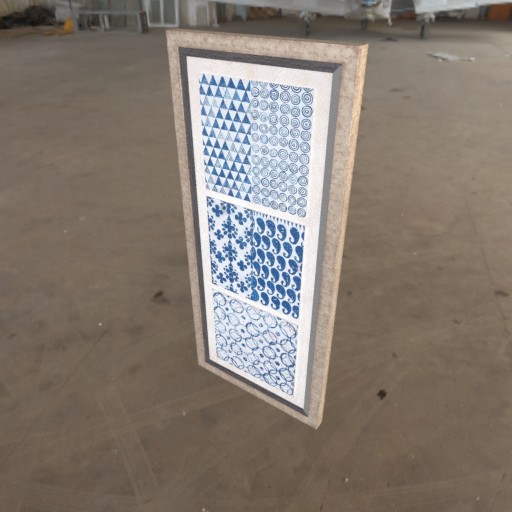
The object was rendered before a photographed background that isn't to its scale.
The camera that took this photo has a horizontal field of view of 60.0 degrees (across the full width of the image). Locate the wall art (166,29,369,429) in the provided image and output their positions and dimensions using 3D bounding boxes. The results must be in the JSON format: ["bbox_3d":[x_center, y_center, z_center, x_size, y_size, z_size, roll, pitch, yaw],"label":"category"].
[{"bbox_3d":[0.000,0.000,1.634,0.648,1.461,0.051,20,38,28],"label":"wall art"}]
